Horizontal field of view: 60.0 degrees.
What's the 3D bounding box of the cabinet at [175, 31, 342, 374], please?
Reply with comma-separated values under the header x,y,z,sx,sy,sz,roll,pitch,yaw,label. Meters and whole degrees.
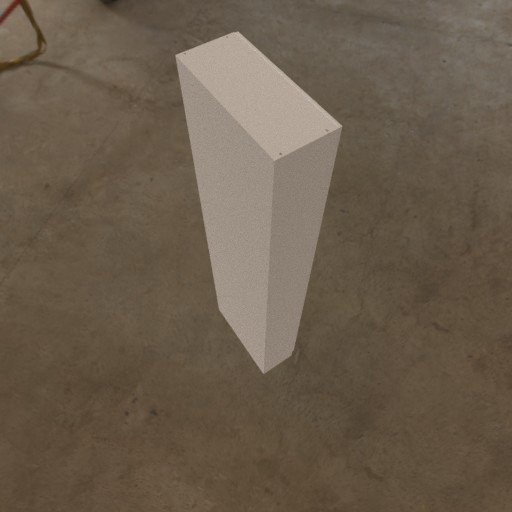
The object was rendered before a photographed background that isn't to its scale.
x,y,z,sx,sy,sz,roll,pitch,yaw,label
0.000,0.000,1.984,0.230,1.790,0.500,-30,63,-17,cabinet
